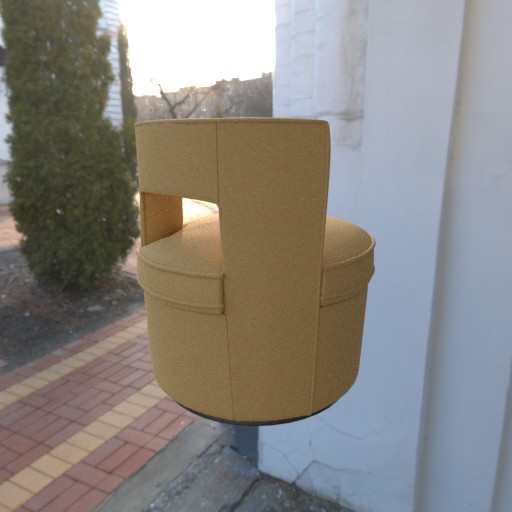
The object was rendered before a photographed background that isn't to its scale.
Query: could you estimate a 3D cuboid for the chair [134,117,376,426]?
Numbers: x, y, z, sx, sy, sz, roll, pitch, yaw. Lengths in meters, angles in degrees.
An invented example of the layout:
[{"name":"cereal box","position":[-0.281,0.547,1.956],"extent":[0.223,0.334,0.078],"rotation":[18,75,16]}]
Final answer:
[{"name":"chair","position":[0.000,0.000,1.260],"extent":[0.665,0.723,0.650],"rotation":[-14,20,-43]}]
